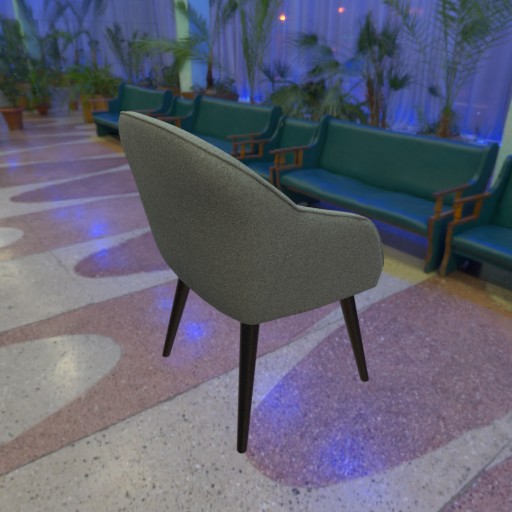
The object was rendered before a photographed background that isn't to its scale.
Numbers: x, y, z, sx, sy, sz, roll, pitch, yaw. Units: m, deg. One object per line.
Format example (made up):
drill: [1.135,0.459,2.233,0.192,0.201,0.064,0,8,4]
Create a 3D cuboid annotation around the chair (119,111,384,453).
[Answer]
chair: [0.000,0.000,1.238,0.611,0.810,0.589,-17,31,-31]
